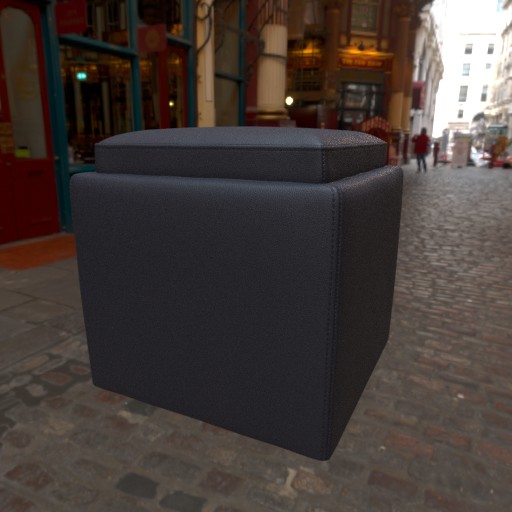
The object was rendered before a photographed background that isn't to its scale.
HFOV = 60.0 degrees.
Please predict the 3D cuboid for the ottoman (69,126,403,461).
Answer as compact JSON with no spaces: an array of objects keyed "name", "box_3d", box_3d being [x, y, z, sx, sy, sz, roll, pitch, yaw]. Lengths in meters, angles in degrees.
[{"name":"ottoman","box_3d":[0.000,0.000,0.822,0.450,0.460,0.451,7,17,26]}]
